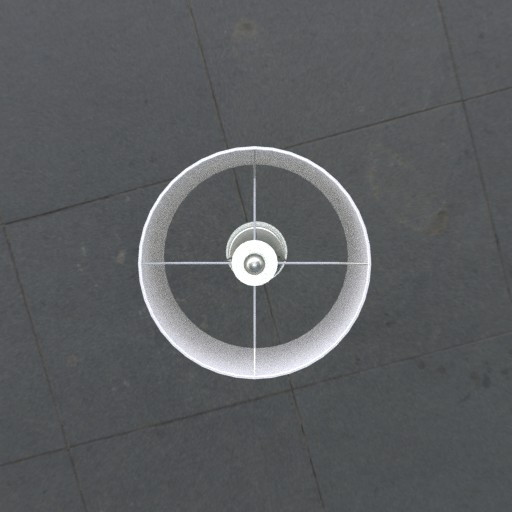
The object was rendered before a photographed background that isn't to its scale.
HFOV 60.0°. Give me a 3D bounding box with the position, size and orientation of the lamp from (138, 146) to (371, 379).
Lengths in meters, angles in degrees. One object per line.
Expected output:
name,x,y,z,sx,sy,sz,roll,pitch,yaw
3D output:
lamp,0.000,0.000,0.970,0.383,0.733,0.383,0,92,0
